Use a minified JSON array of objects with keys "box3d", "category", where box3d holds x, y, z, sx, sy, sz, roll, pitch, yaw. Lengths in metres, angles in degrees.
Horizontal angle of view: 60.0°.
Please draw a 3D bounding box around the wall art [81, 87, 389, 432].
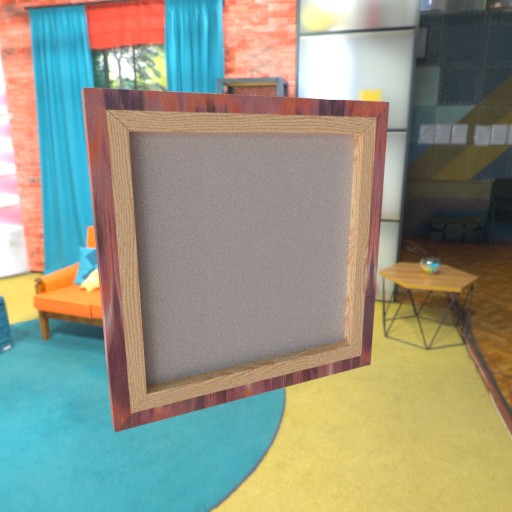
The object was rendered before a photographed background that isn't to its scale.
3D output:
[{"box3d":[0.000,0.000,0.895,0.603,0.609,0.037,-7,16,-25],"category":"wall art"}]
